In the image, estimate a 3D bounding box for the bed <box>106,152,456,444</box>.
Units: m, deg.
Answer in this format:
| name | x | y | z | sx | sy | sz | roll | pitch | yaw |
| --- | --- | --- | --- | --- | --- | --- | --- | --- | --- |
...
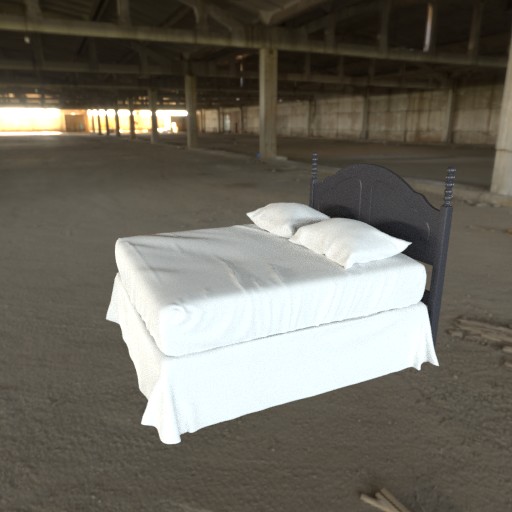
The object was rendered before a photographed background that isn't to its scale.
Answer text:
| name | x | y | z | sx | sy | sz | roll | pitch | yaw |
| --- | --- | --- | --- | --- | --- | --- | --- | --- | --- |
| bed | 0.000 | 0.000 | 3.264 | 2.040 | 1.356 | 1.873 | -8 | 18 | -24 |
